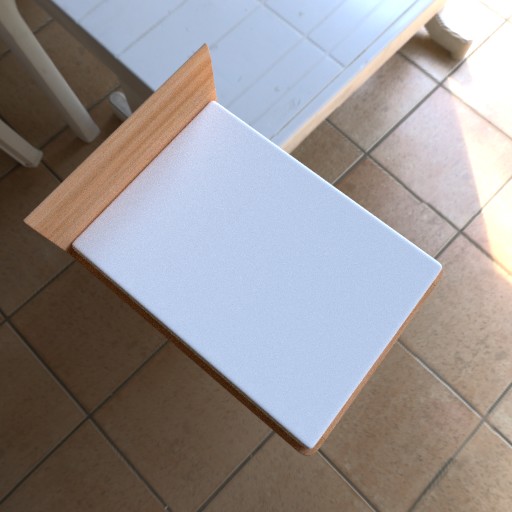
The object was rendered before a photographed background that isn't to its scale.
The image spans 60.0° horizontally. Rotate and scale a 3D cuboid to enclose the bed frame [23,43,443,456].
[{"bbox_3d":[0.000,0.000,2.780,1.992,0.940,1.472,38,77,10],"label":"bed frame"}]
